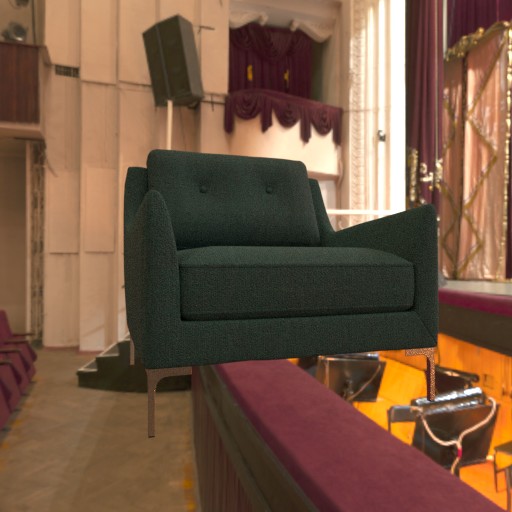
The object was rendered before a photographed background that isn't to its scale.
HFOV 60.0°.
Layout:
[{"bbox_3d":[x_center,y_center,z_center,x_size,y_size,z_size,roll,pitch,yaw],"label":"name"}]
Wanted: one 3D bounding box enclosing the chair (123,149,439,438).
[{"bbox_3d":[0.000,0.000,1.513,0.847,0.828,0.849,0,-1,-19],"label":"chair"}]
